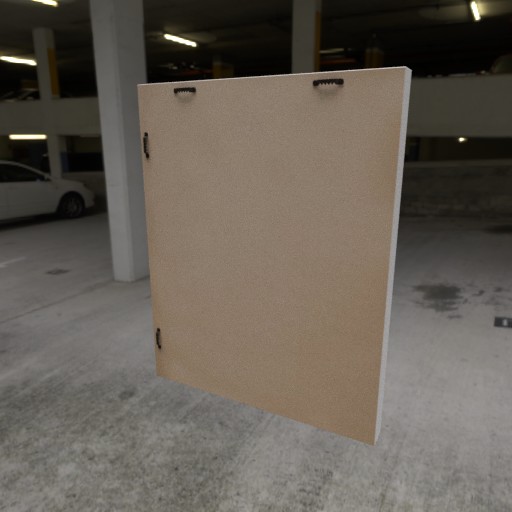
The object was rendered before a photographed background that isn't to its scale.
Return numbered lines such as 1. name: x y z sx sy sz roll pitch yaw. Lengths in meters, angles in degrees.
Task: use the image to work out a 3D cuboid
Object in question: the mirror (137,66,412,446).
1. mirror: 0.000 0.000 0.678 0.405 0.508 0.041 8 17 27
